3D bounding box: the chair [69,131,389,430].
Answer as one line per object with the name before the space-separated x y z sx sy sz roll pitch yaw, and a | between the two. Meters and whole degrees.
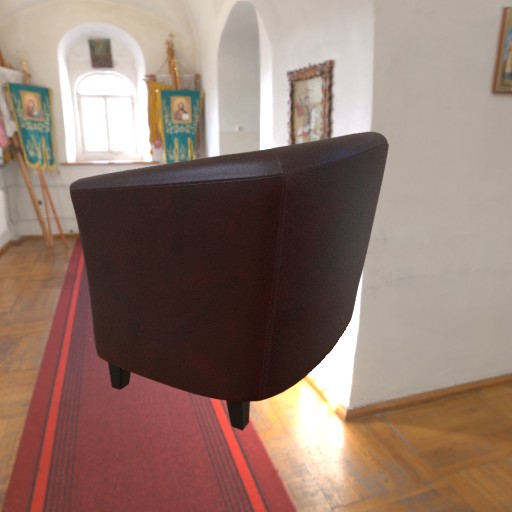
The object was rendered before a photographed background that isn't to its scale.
chair | 0.000 0.000 1.392 0.727 0.756 0.792 8 18 25
